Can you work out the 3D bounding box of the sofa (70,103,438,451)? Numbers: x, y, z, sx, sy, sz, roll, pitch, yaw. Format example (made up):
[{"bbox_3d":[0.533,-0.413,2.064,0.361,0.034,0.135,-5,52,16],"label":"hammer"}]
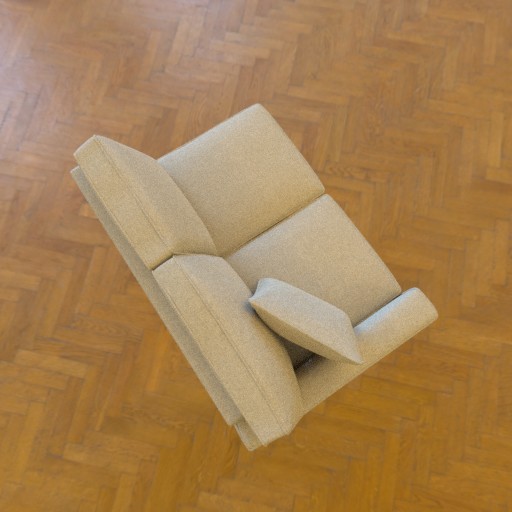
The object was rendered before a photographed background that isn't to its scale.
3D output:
[{"bbox_3d":[0.000,0.000,2.101,0.991,0.989,1.388,-34,78,-8],"label":"sofa"}]
